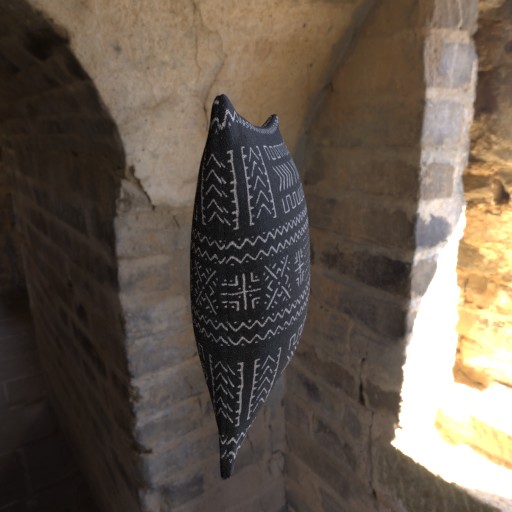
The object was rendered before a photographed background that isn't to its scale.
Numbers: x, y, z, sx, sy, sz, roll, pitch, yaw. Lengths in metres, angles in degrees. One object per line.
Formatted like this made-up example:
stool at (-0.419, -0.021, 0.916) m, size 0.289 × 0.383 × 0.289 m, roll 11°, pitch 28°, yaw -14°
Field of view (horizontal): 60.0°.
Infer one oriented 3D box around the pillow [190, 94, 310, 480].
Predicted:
pillow at (0.000, 0.000, 0.668) m, size 0.164 × 0.430 × 0.438 m, roll 3°, pitch 16°, yaw 9°
